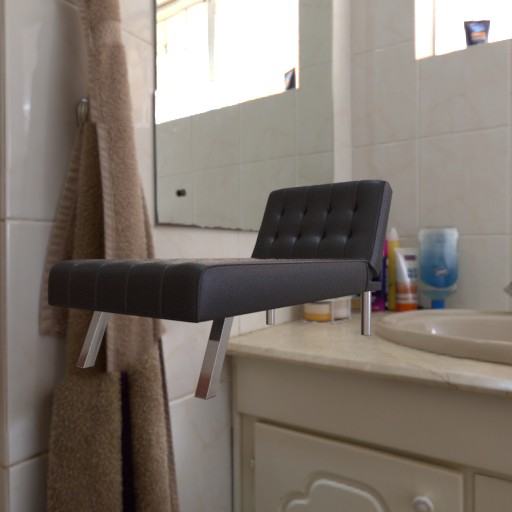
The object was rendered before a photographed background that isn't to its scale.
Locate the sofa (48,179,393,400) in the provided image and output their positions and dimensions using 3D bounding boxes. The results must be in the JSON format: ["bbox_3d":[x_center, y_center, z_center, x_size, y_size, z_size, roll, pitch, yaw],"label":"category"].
[{"bbox_3d":[0.000,0.000,2.014,0.760,0.820,1.560,0,0,36],"label":"sofa"}]
